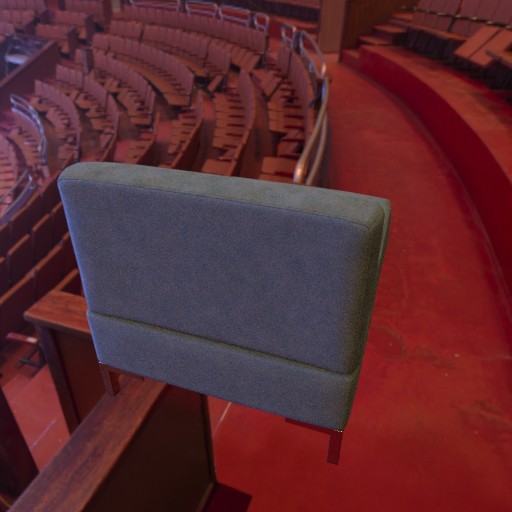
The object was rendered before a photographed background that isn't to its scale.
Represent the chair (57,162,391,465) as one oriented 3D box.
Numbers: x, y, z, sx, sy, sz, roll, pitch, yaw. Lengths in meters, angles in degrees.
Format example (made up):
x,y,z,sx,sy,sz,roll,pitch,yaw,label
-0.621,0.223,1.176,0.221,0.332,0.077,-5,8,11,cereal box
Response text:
x,y,z,sx,sy,sz,roll,pitch,yaw,label
0.000,0.000,1.243,0.684,0.660,0.685,10,33,16,chair
